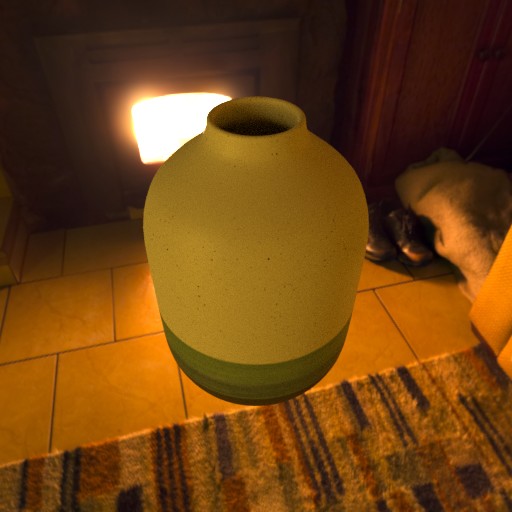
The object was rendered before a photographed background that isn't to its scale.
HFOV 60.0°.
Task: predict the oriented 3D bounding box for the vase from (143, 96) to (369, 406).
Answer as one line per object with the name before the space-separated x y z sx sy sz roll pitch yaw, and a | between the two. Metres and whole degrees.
vase | 0.000 0.000 0.363 0.169 0.240 0.169 0 41 0
